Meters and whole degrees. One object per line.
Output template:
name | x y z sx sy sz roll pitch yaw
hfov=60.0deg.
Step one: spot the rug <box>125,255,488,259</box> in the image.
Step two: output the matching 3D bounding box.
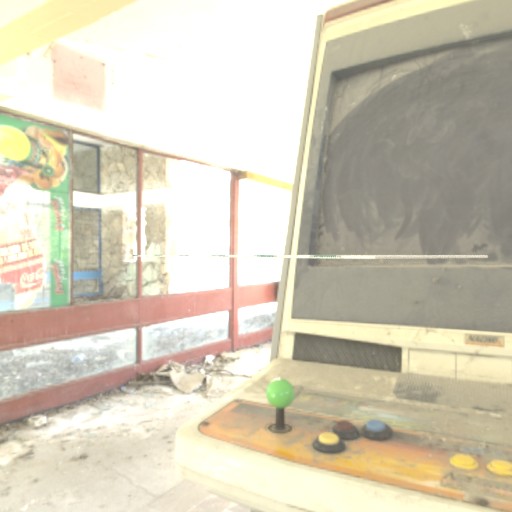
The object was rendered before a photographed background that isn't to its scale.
rug | 0.000 0.000 2.711 0.768 0.012 2.438 0 0 -36
